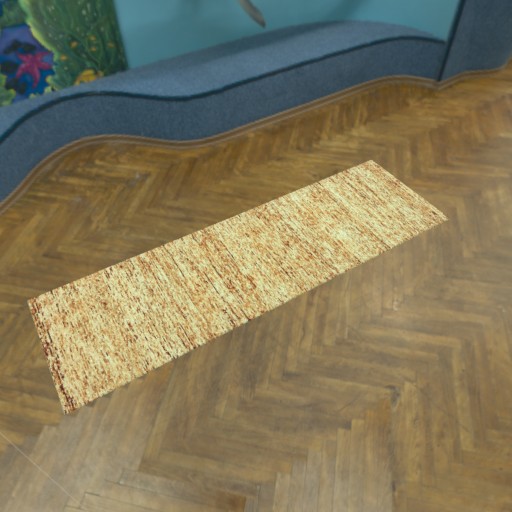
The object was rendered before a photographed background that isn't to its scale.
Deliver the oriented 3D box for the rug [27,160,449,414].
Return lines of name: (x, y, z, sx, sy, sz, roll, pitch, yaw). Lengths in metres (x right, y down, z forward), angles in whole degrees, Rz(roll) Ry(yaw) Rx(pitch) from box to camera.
rug: (0.000, 0.000, 2.388, 2.237, 0.014, 0.680, -24, 52, -21)
